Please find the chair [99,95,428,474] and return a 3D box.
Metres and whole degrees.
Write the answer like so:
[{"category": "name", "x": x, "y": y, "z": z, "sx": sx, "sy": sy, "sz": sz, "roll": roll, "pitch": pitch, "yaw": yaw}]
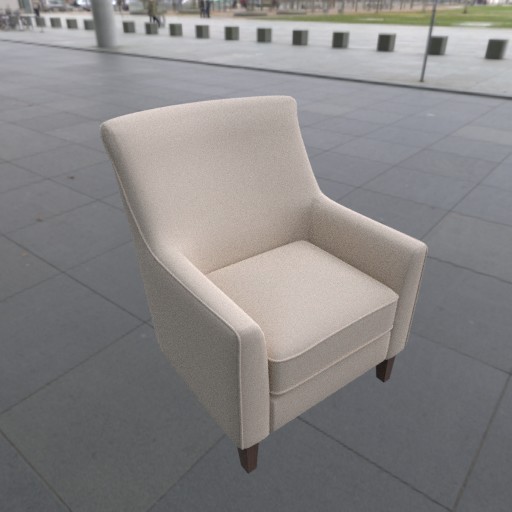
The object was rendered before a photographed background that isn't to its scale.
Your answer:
[{"category": "chair", "x": 0.000, "y": 0.000, "z": 1.551, "sx": 0.756, "sy": 0.916, "sz": 0.879, "roll": -20, "pitch": 36, "yaw": -31}]
